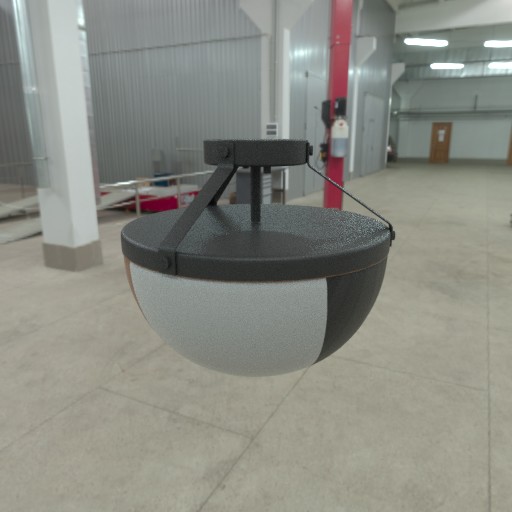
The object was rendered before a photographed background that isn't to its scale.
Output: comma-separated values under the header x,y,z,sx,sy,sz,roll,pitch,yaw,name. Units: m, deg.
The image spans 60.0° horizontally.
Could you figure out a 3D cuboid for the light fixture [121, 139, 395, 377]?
x,y,z,sx,sy,sz,roll,pitch,yaw,name
0.000,0.000,0.529,0.304,0.269,0.304,0,15,0,light fixture
